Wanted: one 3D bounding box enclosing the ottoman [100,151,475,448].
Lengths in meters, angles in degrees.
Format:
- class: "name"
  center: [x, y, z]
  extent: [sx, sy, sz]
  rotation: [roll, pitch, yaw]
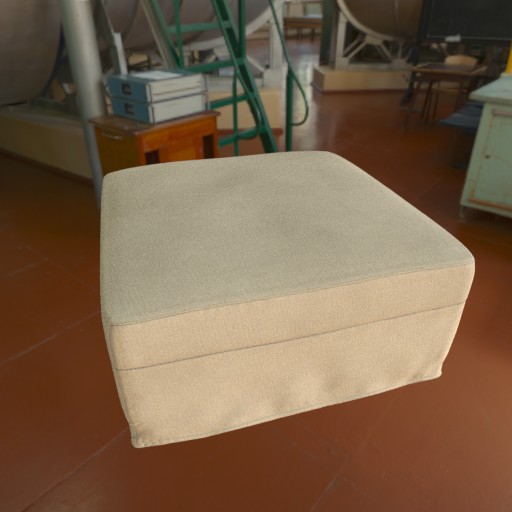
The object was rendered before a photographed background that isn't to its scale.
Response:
- class: "ottoman"
  center: [0.000, 0.000, 1.318]
  extent: [0.842, 0.441, 0.843]
  rotation: [-9, 32, -14]
